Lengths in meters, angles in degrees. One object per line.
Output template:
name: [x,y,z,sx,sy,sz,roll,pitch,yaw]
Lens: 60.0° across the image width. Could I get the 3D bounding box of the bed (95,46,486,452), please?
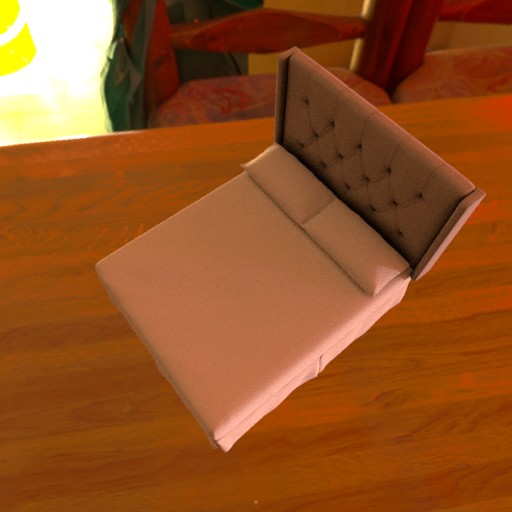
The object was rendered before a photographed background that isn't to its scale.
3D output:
bed: [0.000,0.000,3.296,2.066,1.665,1.719,-35,66,-18]
